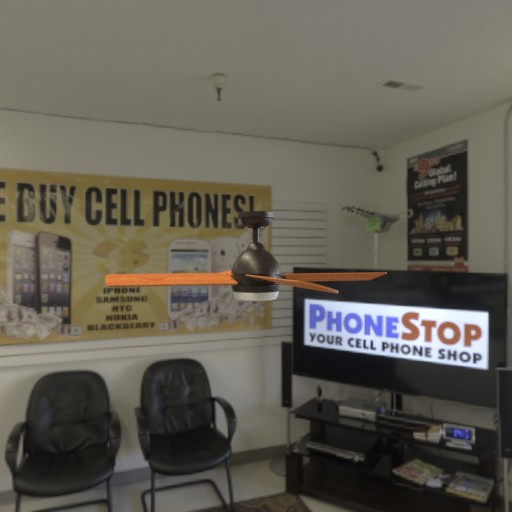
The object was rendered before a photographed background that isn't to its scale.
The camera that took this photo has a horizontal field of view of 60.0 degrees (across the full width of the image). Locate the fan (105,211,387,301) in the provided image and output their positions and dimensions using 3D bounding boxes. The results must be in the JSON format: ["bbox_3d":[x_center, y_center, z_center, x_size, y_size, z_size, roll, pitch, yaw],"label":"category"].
[{"bbox_3d":[0.000,0.000,2.067,1.332,0.403,1.332,0,0,-18],"label":"fan"}]
